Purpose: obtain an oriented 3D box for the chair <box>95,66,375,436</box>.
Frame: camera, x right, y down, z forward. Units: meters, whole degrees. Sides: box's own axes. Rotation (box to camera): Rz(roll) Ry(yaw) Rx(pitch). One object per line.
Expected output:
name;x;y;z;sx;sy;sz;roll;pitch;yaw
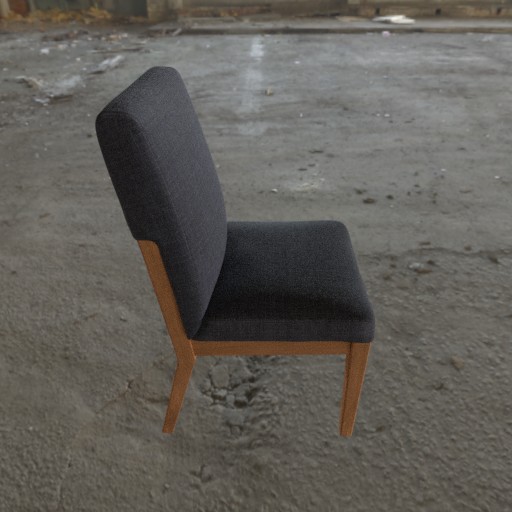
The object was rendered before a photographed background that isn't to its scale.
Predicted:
chair;0.000;0.000;1.222;0.586;0.911;0.507;1;33;1
